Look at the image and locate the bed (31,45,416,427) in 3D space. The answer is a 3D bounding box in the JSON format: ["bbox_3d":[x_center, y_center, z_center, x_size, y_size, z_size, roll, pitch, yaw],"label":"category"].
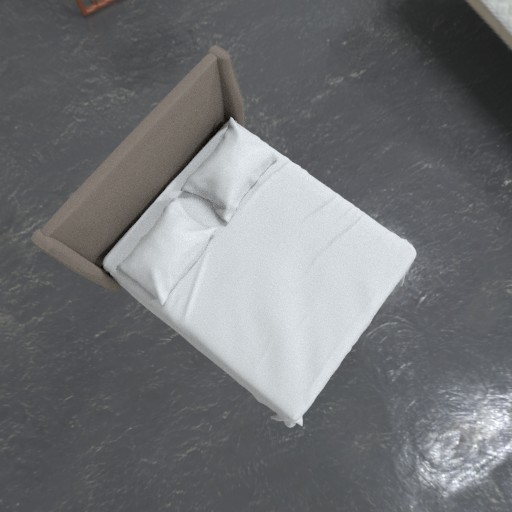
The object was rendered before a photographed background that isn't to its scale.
[{"bbox_3d":[0.000,0.000,3.509,2.276,1.332,1.925,37,79,9],"label":"bed"}]
